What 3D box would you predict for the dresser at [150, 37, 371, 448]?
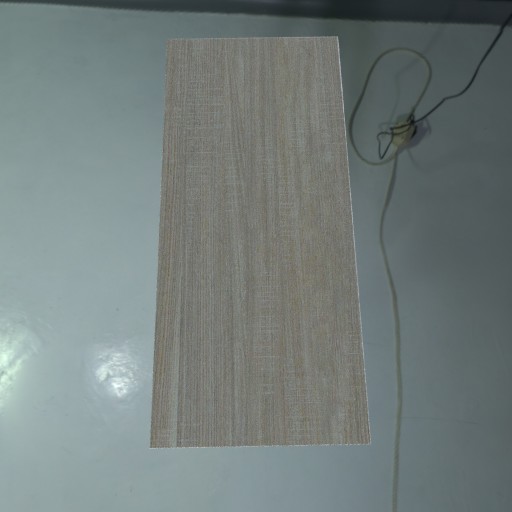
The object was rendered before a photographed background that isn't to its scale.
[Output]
[{"bbox_3d":[0.000,0.000,1.526,0.500,0.780,1.110,-1,74,0],"label":"dresser"}]
